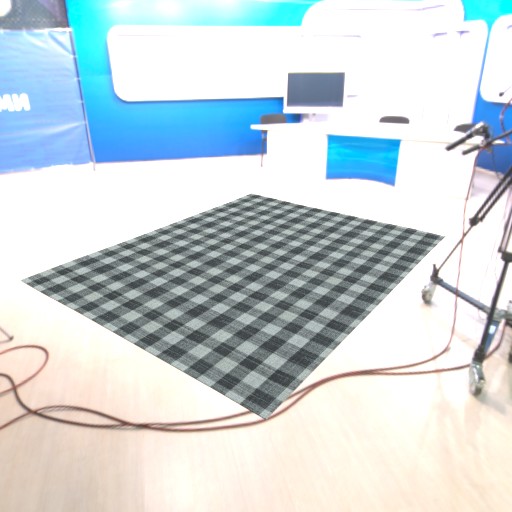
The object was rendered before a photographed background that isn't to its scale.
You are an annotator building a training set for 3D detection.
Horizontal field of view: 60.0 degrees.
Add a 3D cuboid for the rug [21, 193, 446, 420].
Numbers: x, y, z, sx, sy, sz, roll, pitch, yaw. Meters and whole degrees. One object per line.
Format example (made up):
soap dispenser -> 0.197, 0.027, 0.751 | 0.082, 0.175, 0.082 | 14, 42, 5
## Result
rug -> 0.000, 0.000, 3.964 | 2.432, 0.013, 3.021 | 18, 30, 33
